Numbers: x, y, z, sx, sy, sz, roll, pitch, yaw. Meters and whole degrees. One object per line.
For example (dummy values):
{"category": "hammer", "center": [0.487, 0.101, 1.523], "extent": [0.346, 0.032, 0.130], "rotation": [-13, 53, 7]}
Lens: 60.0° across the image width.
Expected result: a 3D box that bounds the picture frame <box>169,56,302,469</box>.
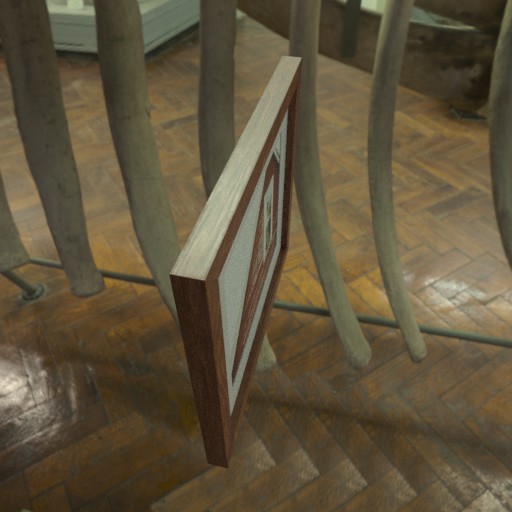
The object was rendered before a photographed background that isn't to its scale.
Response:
{"category": "picture frame", "center": [0.000, 0.000, 0.536], "extent": [0.025, 0.330, 0.381], "rotation": [10, 46, 10]}
